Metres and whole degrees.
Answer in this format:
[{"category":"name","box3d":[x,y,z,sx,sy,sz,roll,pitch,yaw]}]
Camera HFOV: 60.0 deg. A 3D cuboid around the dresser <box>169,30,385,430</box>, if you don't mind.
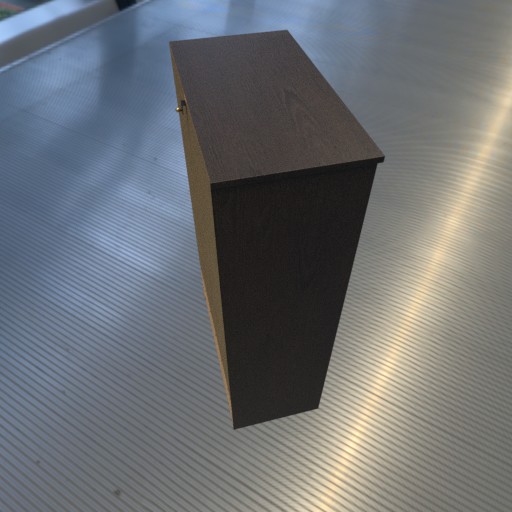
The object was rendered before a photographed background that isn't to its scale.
[{"category":"dresser","box3d":[0.000,0.000,1.588,0.418,1.254,0.704,-11,48,-10]}]
